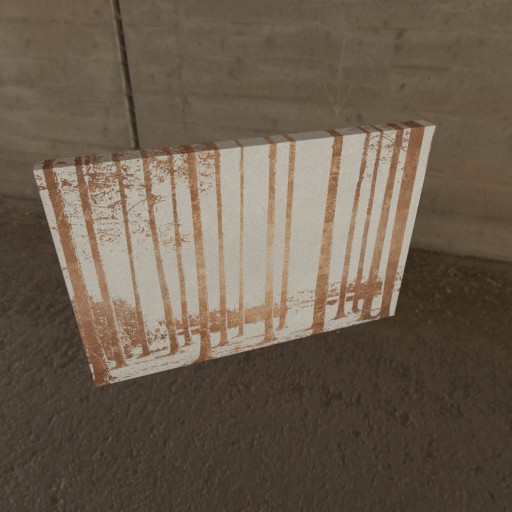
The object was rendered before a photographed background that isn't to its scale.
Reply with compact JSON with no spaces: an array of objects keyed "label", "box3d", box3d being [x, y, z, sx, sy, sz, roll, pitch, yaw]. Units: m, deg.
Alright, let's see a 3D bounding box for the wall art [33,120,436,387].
[{"label":"wall art","box3d":[0.000,0.000,0.768,0.609,0.405,0.035,-10,34,-15]}]
